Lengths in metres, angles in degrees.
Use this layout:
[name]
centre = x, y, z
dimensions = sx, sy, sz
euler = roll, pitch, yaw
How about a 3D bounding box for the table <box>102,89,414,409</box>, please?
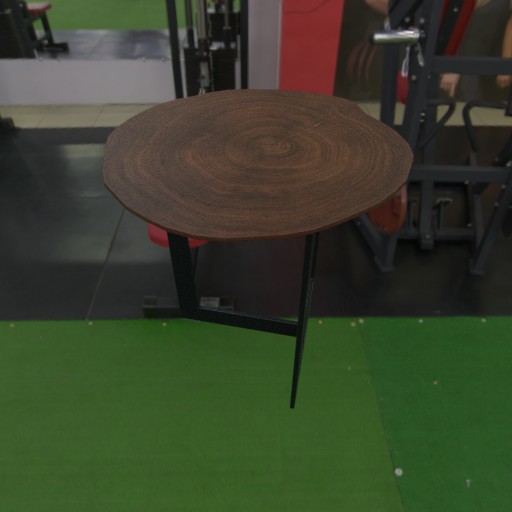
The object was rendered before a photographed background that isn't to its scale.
[table]
centre = 0.000, 0.000, 0.869
dimensions = 0.494, 0.476, 0.477
euler = 1, 41, 1
